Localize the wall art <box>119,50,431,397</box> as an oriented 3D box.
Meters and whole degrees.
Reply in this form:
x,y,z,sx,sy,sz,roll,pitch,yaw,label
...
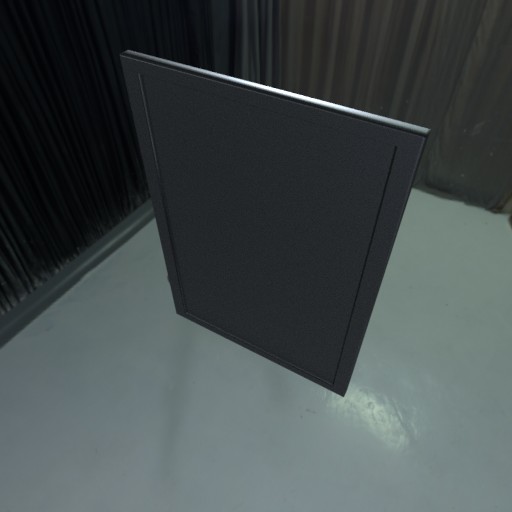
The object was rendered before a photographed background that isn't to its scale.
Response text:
x,y,z,sx,sy,sz,roll,pitch,yaw,label
0.000,0.000,0.546,0.303,0.431,0.013,23,51,20,wall art
